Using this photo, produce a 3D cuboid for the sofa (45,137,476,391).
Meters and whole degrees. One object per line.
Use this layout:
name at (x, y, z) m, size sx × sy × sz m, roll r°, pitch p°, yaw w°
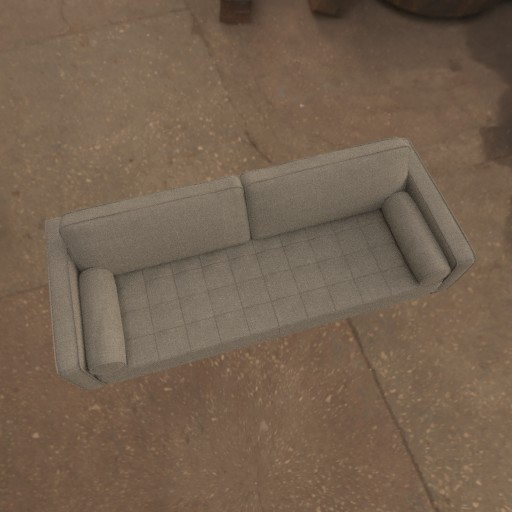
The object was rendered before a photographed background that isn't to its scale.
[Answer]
sofa at (0.000, 0.000, 2.553) m, size 2.211 × 0.762 × 0.914 m, roll -14°, pitch 64°, yaw -7°
